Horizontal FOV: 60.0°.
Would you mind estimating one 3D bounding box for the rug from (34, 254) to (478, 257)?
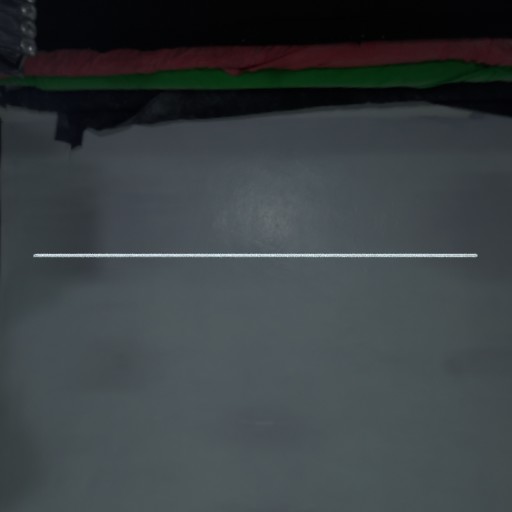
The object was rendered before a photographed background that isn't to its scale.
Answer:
[{"bbox_3d":[0.000,0.000,2.344,1.747,0.011,1.217,0,0,1],"label":"rug"}]
